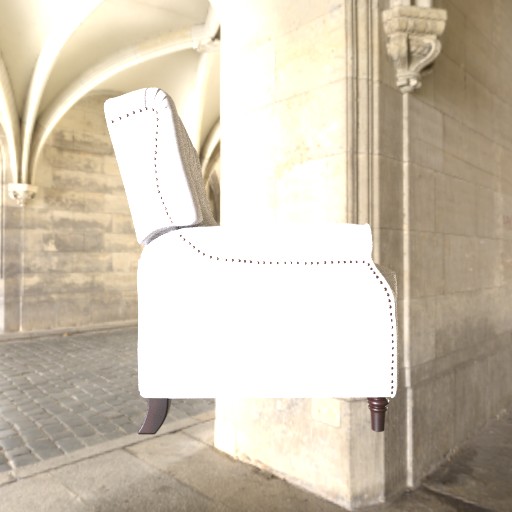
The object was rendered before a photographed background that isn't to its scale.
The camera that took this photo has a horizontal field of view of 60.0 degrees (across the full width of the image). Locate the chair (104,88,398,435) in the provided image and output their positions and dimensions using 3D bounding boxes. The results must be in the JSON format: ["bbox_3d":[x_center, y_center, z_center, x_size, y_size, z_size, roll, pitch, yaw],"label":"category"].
[{"bbox_3d":[0.000,0.000,1.605,0.902,1.035,0.742,0,-1,-1],"label":"chair"}]
